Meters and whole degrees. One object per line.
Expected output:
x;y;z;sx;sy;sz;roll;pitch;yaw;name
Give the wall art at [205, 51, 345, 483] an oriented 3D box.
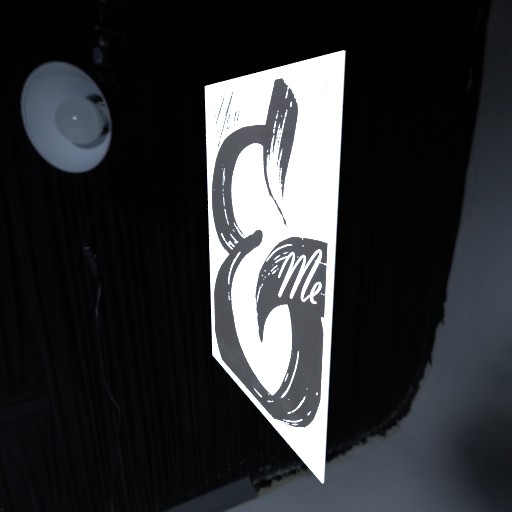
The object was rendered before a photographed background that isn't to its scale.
0.000;0.000;0.795;0.003;0.609;0.457;-8;17;-26;wall art
